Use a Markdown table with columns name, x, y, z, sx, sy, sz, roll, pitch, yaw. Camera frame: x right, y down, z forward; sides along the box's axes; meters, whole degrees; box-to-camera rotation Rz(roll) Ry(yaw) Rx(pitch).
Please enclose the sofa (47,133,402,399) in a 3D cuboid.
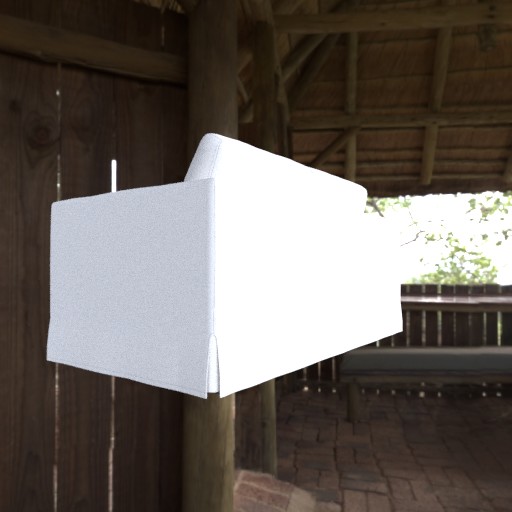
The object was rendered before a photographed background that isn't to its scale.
| name | x | y | z | sx | sy | sz | roll | pitch | yaw |
| --- | --- | --- | --- | --- | --- | --- | --- | --- | --- |
| sofa | 0.000 | 0.000 | 2.400 | 1.009 | 0.932 | 1.813 | -1 | -1 | 36 |
